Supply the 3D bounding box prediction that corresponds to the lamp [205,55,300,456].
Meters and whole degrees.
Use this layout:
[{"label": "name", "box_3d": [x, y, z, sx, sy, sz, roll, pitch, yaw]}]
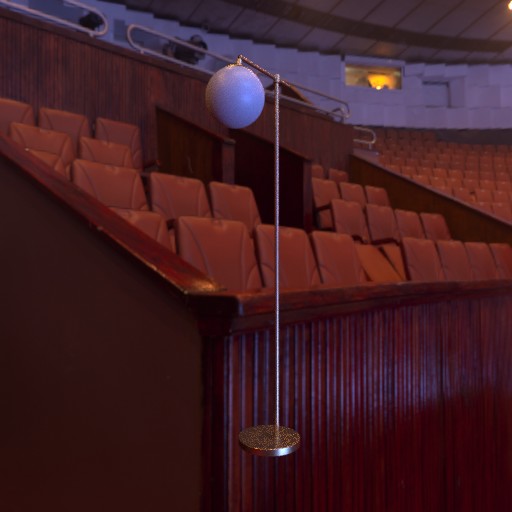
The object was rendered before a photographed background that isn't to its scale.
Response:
[{"label": "lamp", "box_3d": [0.000, 0.000, 1.721, 0.249, 1.505, 0.476, 0, -1, 36]}]
